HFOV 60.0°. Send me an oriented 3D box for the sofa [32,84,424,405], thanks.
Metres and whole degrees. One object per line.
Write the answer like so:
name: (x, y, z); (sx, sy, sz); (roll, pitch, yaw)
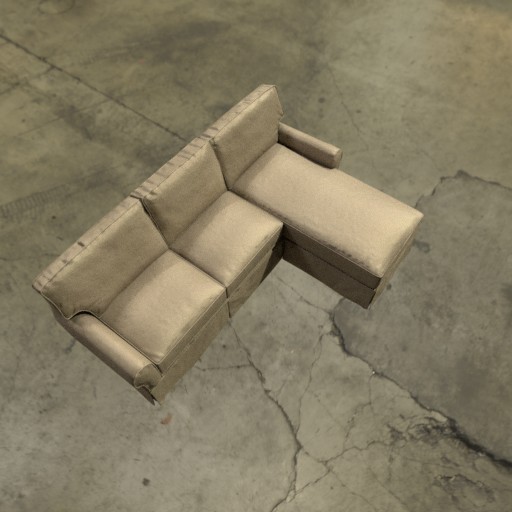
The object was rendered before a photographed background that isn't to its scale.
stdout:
sofa: (0.000, 0.000, 3.283); (1.733, 0.978, 2.475); (32, 63, 19)
